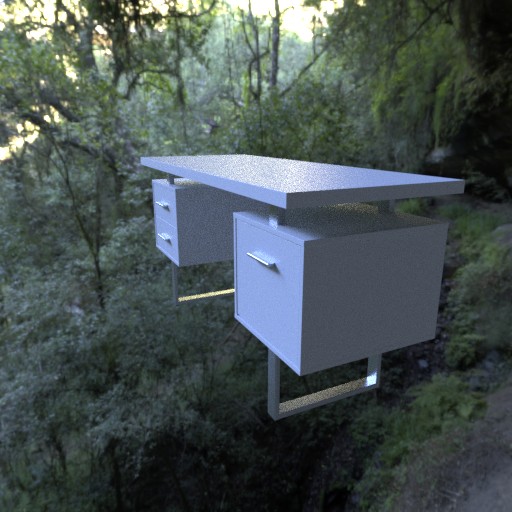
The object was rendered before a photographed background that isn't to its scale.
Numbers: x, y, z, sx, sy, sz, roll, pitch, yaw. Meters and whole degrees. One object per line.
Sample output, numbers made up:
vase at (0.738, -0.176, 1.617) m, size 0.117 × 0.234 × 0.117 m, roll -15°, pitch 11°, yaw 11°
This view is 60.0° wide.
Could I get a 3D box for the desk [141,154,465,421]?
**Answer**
desk at (0.000, 0.000, 1.925) m, size 0.603 × 0.773 × 1.530 m, roll -8°, pitch 18°, yaw -25°
